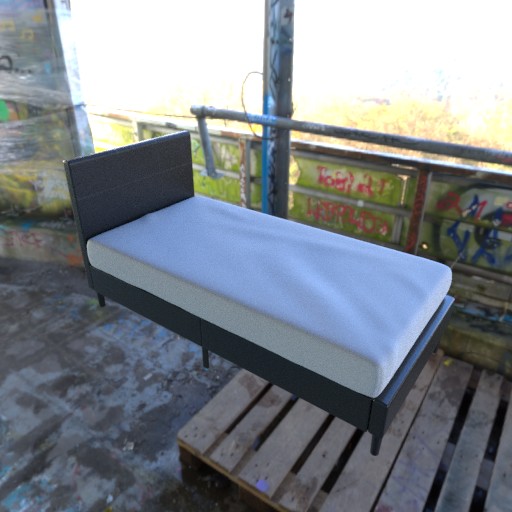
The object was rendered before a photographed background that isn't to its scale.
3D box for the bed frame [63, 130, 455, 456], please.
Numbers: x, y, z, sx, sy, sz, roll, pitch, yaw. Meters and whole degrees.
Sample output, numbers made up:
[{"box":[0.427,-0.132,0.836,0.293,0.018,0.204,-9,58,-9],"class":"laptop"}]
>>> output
[{"box":[0.000,0.000,2.519,2.152,1.046,1.038,19,33,32],"class":"bed frame"}]
